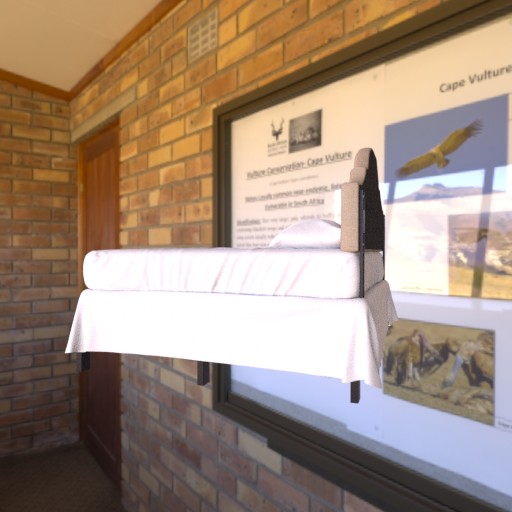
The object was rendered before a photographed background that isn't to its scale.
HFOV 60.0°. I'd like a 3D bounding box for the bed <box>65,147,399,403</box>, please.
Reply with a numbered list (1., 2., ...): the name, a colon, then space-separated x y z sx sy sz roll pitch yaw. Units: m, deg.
1. bed: 0.000 0.000 3.750 2.222 1.631 2.303 0 1 20
